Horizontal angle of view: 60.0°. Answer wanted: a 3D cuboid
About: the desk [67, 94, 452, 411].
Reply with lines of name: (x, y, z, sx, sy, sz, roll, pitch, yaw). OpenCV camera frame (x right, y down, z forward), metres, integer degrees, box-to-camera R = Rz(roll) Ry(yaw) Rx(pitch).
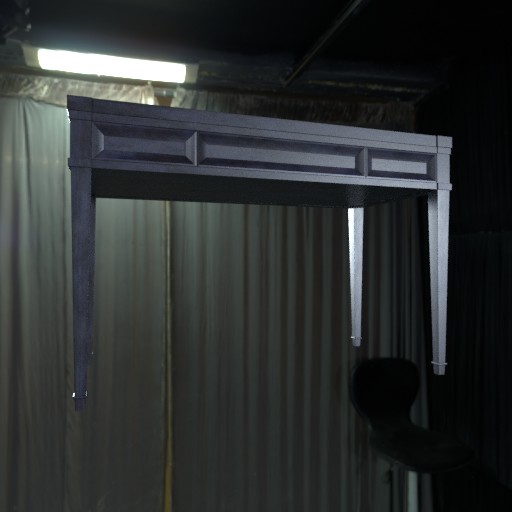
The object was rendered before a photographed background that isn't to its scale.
desk: (0.000, 0.000, 1.695, 1.289, 0.861, 0.630, 0, -1, -19)
